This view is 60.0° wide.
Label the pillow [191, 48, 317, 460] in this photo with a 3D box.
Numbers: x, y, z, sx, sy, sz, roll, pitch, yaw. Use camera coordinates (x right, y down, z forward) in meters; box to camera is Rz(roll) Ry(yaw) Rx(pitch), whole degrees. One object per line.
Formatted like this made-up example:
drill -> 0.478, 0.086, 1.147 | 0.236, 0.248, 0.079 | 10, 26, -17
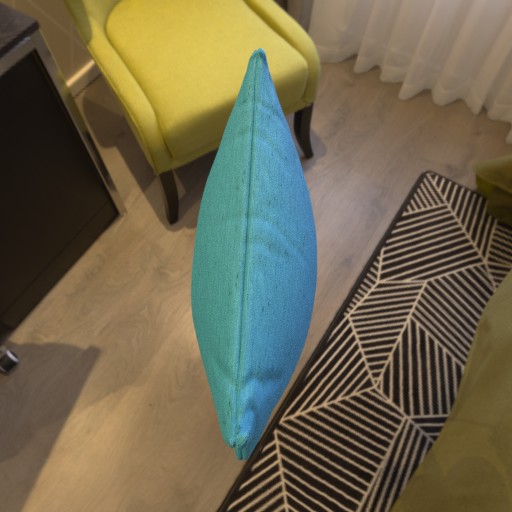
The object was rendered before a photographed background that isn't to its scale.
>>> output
pillow -> 0.000, 0.000, 0.764 | 0.210, 0.338, 0.633 | 2, 64, 1
